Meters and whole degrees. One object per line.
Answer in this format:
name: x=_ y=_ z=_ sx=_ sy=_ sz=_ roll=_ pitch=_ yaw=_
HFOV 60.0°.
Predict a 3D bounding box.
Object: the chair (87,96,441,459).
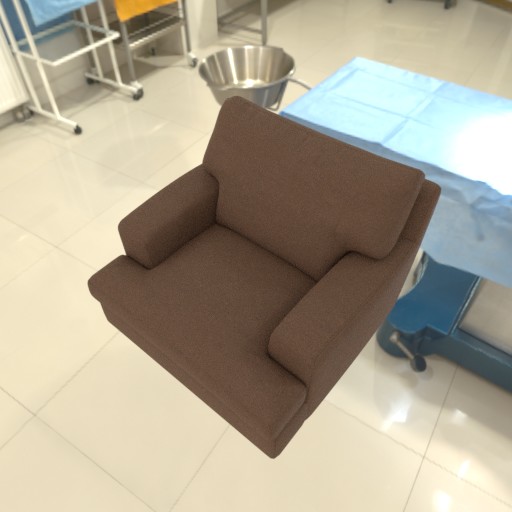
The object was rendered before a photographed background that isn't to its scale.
chair: x=0.000 y=0.000 z=2.020 sx=1.168 sy=0.940 sz=1.143 roll=31 pitch=54 yaw=26
